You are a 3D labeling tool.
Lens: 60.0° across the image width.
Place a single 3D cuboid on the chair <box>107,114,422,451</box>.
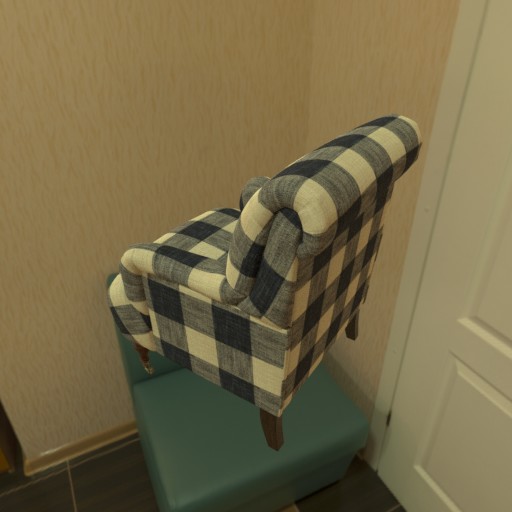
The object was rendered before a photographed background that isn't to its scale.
[{"bbox_3d":[0.000,0.000,1.597,0.848,0.953,0.781,19,36,28],"label":"chair"}]
